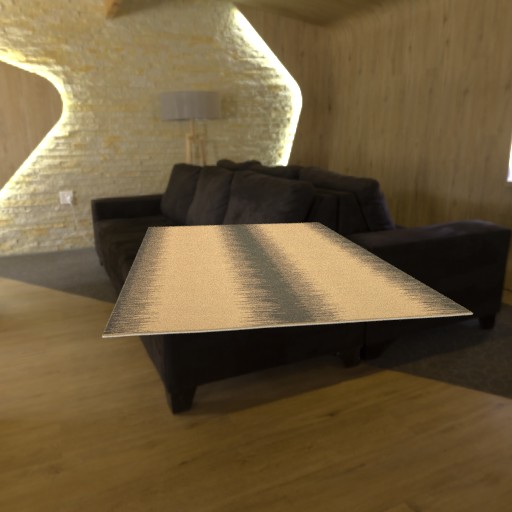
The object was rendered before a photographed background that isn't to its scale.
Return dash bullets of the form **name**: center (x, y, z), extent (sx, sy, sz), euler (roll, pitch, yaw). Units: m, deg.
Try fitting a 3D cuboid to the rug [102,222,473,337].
- **rug**: center (0.000, 0.000, 2.318), extent (1.234, 0.006, 1.854), euler (-2, 14, -9)
